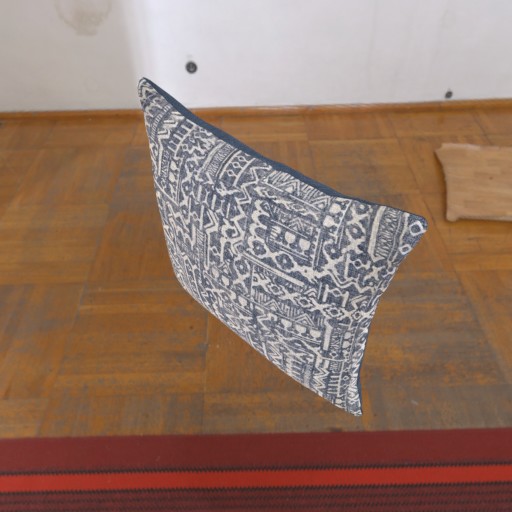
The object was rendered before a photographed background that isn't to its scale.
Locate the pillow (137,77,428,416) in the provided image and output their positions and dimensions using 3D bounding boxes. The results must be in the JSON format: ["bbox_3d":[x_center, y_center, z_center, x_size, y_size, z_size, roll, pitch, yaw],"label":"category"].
[{"bbox_3d":[0.000,0.000,0.789,0.546,0.487,0.180,34,55,29],"label":"pillow"}]
